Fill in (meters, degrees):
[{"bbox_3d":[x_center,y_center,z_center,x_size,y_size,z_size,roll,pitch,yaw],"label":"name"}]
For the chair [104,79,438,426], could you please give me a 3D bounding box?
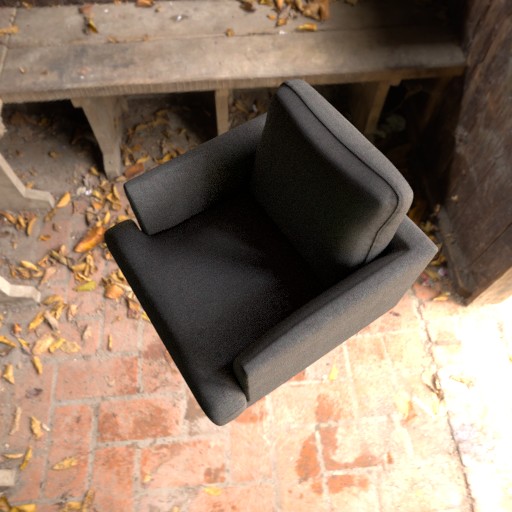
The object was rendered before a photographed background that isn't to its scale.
[{"bbox_3d":[0.000,0.000,1.664,0.899,0.957,0.858,-31,67,-15],"label":"chair"}]
